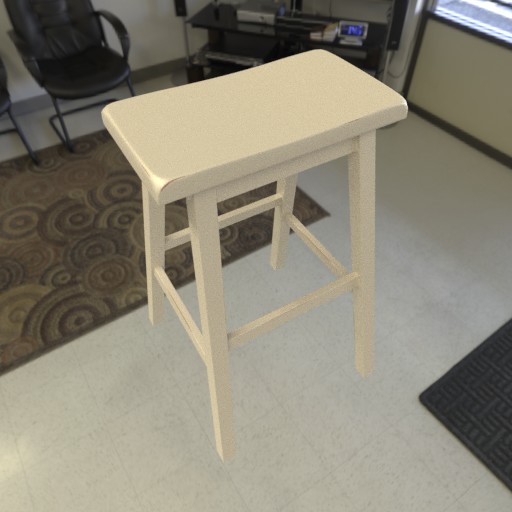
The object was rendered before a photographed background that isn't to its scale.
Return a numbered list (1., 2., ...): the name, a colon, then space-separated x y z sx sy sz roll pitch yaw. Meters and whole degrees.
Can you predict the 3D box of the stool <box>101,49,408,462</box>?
1. stool: 0.000 0.000 0.988 0.457 0.737 0.476 -23 51 -20
